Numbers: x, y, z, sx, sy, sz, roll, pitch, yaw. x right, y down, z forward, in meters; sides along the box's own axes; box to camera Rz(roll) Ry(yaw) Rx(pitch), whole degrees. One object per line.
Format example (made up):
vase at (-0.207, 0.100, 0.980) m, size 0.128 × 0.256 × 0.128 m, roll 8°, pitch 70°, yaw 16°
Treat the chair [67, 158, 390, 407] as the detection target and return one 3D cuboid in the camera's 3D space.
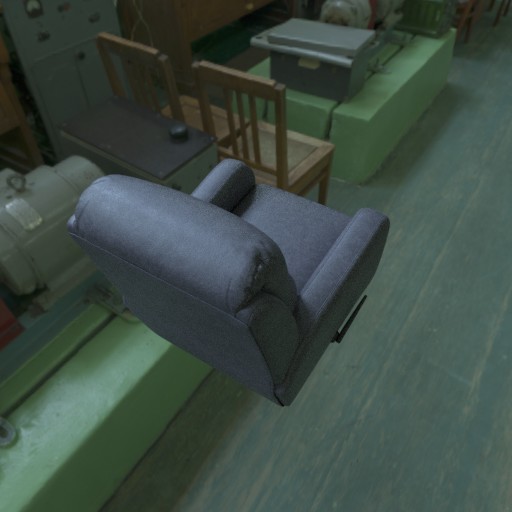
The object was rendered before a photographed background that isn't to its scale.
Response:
chair at (0.000, 0.000, 1.799) m, size 0.865 × 1.067 × 1.067 m, roll 24°, pitch 51°, yaw 21°
